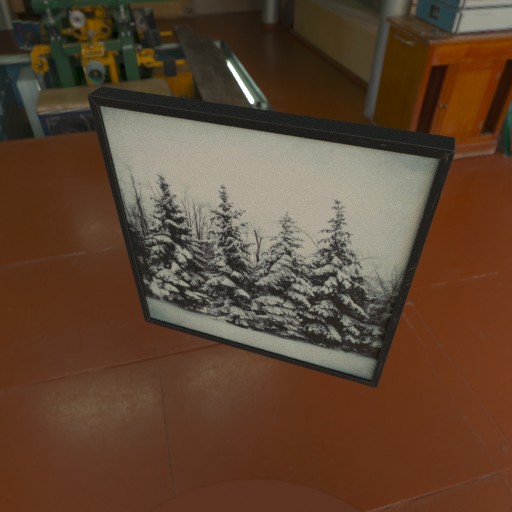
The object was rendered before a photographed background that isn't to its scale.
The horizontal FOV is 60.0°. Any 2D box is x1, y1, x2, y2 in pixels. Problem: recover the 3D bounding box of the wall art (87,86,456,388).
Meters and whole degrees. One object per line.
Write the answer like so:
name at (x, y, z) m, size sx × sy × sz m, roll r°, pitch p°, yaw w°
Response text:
wall art at (0.000, 0.000, 0.760) m, size 0.506 × 0.506 × 0.036 m, roll 13°, pitch 43°, yaw 14°
